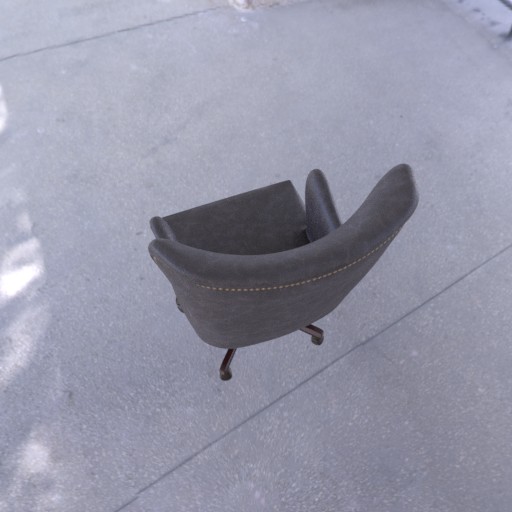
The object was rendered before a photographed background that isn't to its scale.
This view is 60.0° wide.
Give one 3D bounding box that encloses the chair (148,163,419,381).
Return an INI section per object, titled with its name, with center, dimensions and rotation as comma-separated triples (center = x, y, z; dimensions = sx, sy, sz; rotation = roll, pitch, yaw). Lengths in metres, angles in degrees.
[chair]
center = 0.000, 0.000, 1.426
dimensions = 0.594, 1.037, 0.717
rotation = -18, 61, -11
